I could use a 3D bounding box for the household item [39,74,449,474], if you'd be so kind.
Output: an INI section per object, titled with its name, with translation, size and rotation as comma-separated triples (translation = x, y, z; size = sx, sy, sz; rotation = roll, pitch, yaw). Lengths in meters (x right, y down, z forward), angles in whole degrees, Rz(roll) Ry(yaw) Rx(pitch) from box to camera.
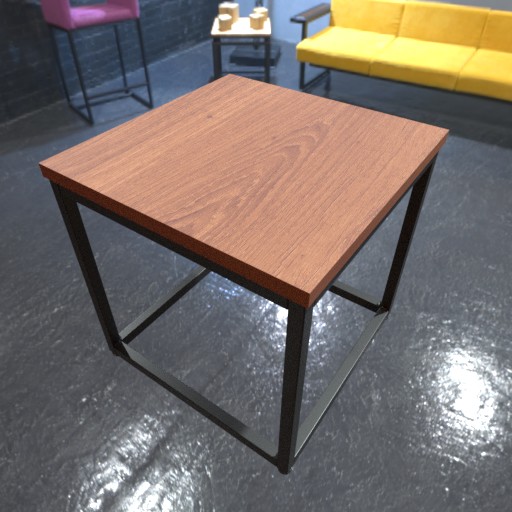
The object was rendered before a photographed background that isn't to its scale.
[household item]
translation = 0.000, 0.000, 0.735
size = 0.400, 0.400, 0.400
rotation = 25, 47, 26
